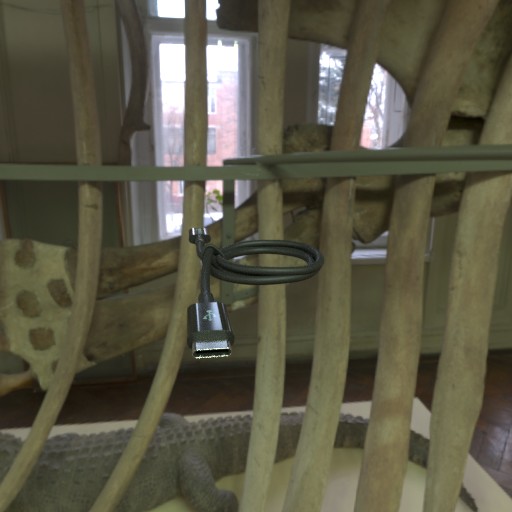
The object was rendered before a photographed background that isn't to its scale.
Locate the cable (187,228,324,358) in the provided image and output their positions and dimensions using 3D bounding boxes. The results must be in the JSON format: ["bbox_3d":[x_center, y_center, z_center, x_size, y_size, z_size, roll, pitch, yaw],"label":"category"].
[{"bbox_3d":[0.000,0.000,0.225,0.070,0.014,0.203,-2,13,-8],"label":"cable"}]
